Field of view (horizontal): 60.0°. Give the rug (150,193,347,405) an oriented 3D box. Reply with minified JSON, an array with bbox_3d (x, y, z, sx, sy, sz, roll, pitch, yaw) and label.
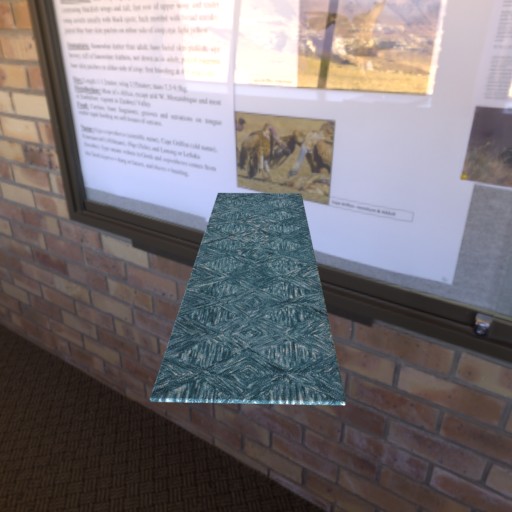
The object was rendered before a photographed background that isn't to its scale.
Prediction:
[{"bbox_3d":[0.000,0.000,2.543,0.676,0.016,2.286,1,26,1],"label":"rug"}]
